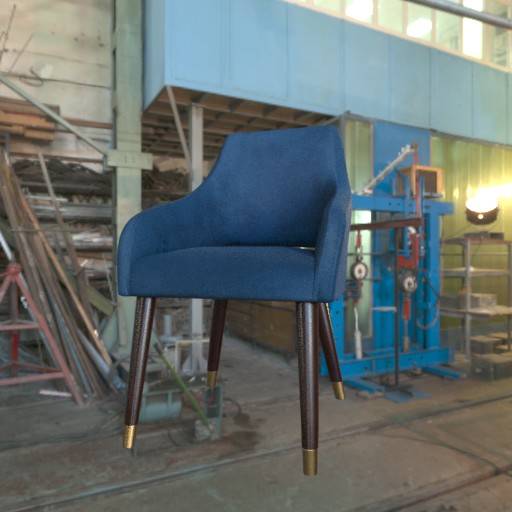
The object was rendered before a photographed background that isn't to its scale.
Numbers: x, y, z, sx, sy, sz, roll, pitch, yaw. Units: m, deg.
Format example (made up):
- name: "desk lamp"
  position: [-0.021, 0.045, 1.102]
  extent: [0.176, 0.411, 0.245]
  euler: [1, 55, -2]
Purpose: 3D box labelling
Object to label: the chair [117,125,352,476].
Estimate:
- name: "chair"
  position: [0.000, 0.000, 1.545]
  extent: [0.683, 1.081, 0.794]
  euler: [0, 0, 17]
